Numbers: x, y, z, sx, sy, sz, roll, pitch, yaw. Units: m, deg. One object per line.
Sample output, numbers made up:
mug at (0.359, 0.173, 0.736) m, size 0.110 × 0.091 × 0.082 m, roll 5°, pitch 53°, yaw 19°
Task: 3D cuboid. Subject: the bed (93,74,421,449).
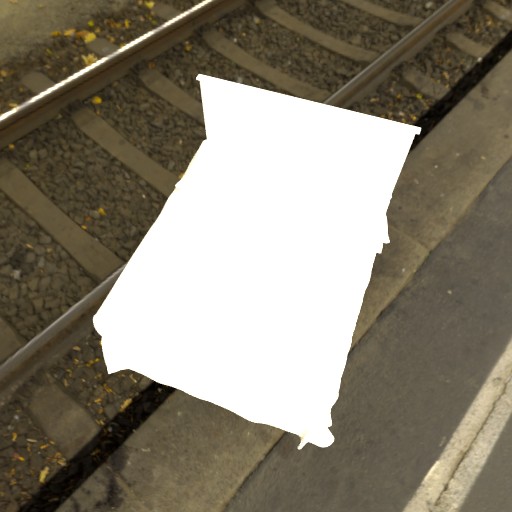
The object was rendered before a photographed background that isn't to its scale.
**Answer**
bed at (0.000, 0.000, 3.205) m, size 1.876 × 1.269 × 2.047 m, roll 18°, pitch 59°, yaw 11°
